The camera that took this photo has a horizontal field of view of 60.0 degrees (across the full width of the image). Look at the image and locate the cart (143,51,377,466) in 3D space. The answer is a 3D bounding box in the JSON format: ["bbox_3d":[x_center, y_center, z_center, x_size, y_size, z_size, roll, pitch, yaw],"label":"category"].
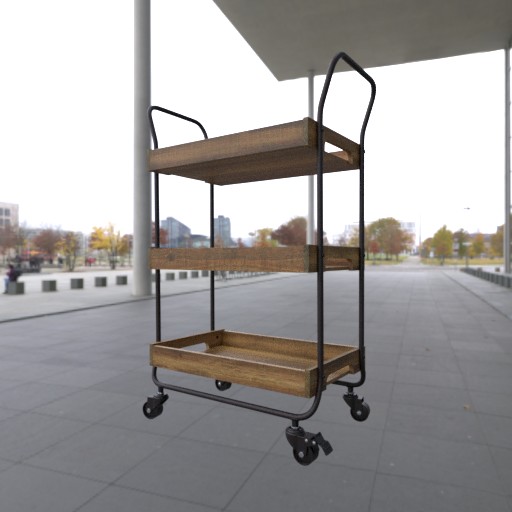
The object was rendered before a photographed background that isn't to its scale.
[{"bbox_3d":[0.000,0.000,1.168,0.583,0.857,0.339,0,0,35],"label":"cart"}]
